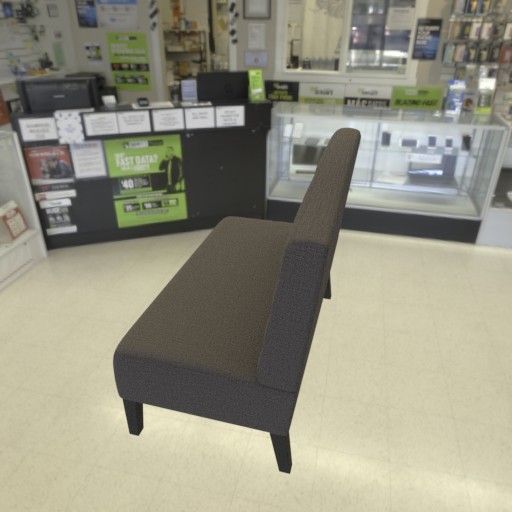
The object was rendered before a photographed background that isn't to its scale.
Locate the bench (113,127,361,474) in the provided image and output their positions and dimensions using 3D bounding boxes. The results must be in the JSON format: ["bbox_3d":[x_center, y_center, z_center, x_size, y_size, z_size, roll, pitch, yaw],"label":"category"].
[{"bbox_3d":[0.000,0.000,2.081,0.815,1.180,1.335,8,30,14],"label":"bench"}]
